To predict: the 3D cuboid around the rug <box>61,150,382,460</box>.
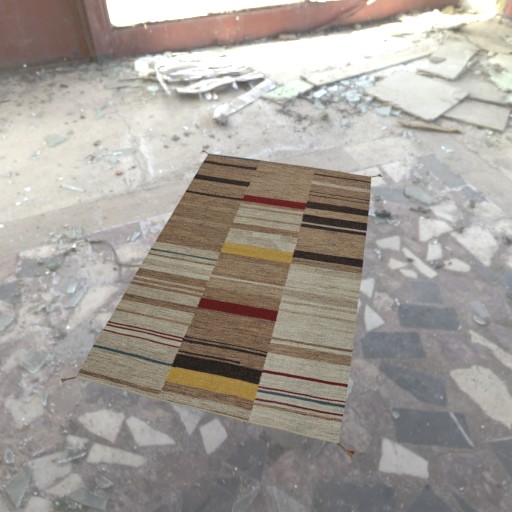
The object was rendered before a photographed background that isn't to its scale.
[{"bbox_3d":[0.000,0.000,2.428,1.268,0.007,1.918,10,47,10],"label":"rug"}]
